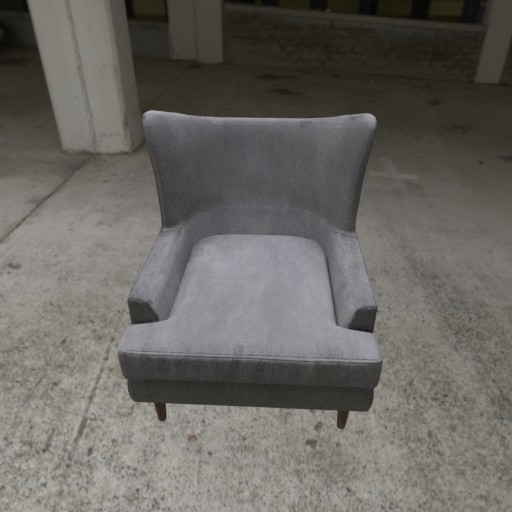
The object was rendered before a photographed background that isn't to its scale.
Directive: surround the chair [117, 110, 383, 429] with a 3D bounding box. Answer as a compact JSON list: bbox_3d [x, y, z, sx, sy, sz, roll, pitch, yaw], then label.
[{"bbox_3d":[0.000,0.000,1.612,0.784,0.950,0.906,2,32,3],"label":"chair"}]
